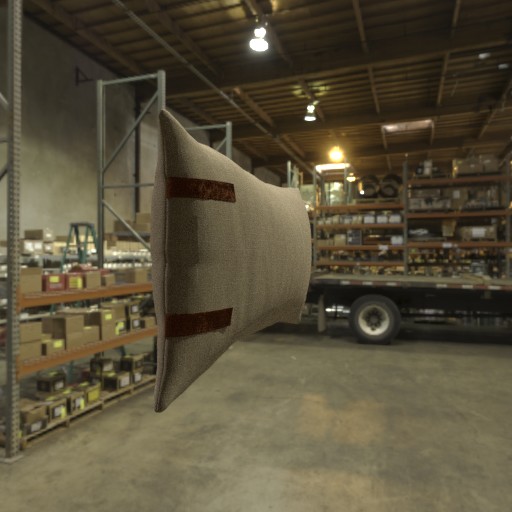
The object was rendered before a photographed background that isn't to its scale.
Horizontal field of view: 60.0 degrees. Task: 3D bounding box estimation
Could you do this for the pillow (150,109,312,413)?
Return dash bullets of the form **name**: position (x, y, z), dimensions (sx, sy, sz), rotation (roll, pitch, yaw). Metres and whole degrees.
- **pillow**: position (0.000, 0.000, 0.724), dimensions (0.148, 0.308, 0.612), rotation (0, 0, 18)
